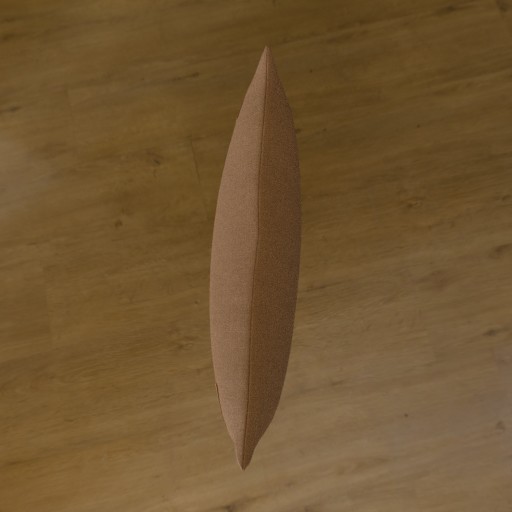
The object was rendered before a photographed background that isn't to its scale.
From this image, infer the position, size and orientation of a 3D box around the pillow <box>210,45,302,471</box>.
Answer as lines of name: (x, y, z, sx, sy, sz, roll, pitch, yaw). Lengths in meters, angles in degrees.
pillow: (0.000, 0.000, 0.751, 0.148, 0.308, 0.612, 3, 77, 1)
